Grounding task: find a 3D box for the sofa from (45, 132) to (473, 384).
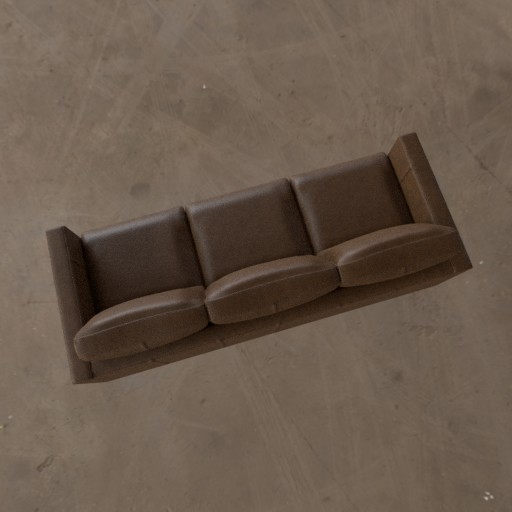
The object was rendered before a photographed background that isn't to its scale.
[{"bbox_3d":[0.000,0.000,2.675,2.231,0.930,0.903,-16,76,-4],"label":"sofa"}]
